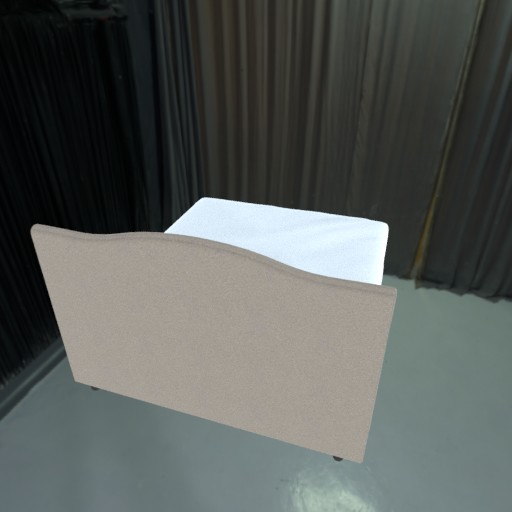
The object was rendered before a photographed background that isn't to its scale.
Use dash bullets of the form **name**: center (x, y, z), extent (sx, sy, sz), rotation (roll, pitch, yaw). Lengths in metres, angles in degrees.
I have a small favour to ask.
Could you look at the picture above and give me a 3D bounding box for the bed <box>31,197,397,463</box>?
- **bed**: center (0.000, 0.000, 3.499), extent (2.083, 1.421, 2.182), rotation (10, 33, 16)
